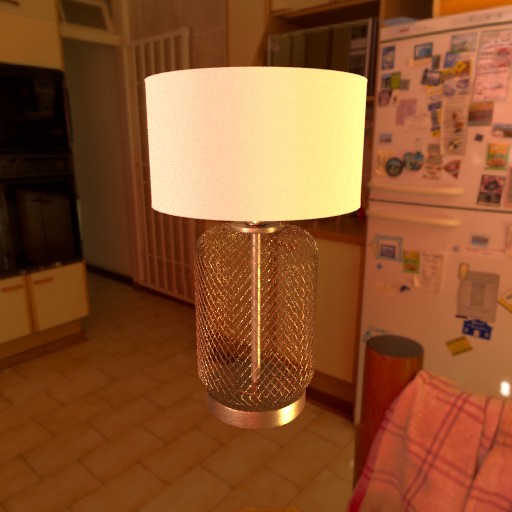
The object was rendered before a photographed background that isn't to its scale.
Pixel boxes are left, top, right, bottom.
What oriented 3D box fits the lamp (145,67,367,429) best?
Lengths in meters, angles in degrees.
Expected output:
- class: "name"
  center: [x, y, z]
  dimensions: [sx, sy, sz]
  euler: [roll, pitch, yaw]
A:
- class: "lamp"
  center: [0.000, 0.000, 0.793]
  dimensions: [0.353, 0.578, 0.353]
  euler: [0, 15, 0]
